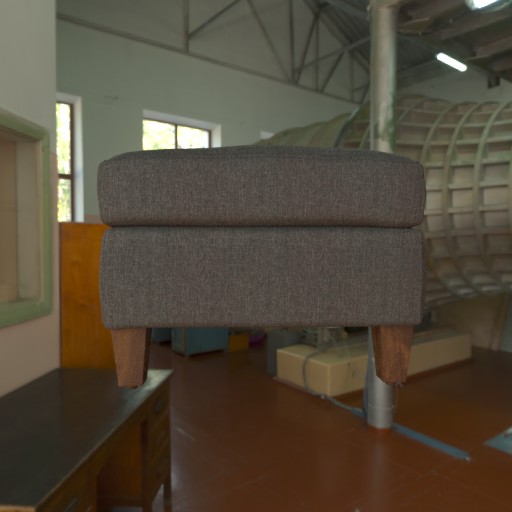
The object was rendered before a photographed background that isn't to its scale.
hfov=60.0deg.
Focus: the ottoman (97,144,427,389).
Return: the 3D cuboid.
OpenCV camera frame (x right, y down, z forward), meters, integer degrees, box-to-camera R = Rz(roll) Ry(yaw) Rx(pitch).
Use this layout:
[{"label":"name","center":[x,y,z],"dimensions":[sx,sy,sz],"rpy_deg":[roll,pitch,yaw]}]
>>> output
[{"label":"ottoman","center":[0.000,0.000,1.221],"dimensions":[0.639,0.496,0.826],"rpy_deg":[0,2,-3]}]
